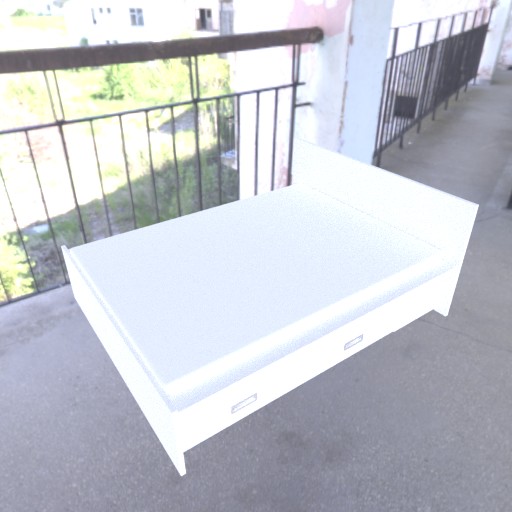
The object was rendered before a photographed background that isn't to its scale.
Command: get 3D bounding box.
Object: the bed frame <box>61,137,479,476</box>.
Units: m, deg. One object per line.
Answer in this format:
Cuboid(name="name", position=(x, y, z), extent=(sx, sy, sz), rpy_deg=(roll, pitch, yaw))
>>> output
Cuboid(name="bed frame", position=(0.000, 0.000, 2.811), extent=(1.960, 0.800, 1.622), rpy_deg=(-20, 37, -30))
